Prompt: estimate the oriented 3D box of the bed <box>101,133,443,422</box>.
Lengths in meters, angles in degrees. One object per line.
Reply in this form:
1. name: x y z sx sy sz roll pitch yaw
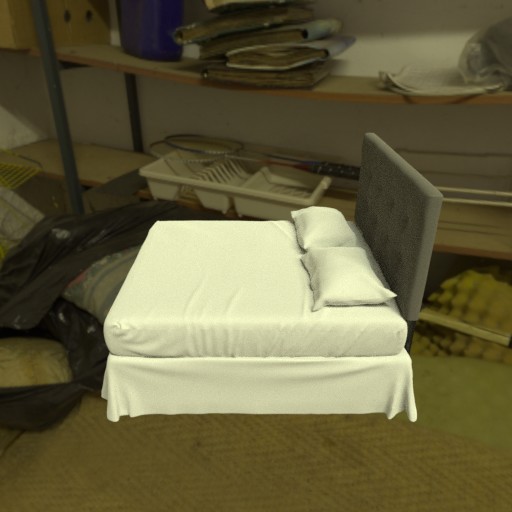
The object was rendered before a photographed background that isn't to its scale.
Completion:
1. bed: 0.000 0.000 3.477 2.222 1.577 1.936 0 27 0
